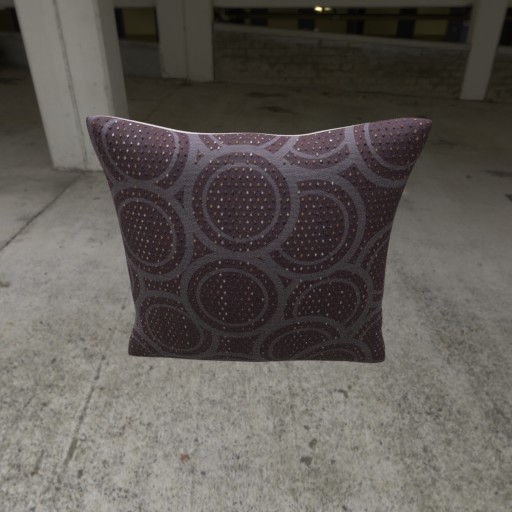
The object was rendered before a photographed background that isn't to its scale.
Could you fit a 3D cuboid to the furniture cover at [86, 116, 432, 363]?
[{"bbox_3d":[0.000,0.000,0.828,0.552,0.509,0.193,1,30,2],"label":"furniture cover"}]
